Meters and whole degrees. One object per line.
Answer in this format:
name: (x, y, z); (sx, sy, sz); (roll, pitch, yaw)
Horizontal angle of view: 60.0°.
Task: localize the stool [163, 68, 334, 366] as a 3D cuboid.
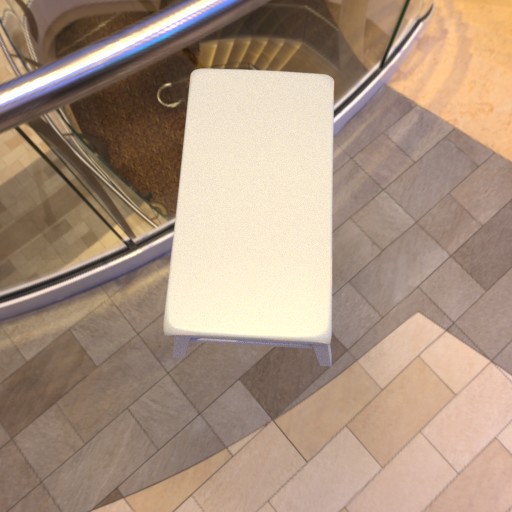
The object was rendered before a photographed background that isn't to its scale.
stool: (0.000, 0.000, 1.037); (0.476, 0.737, 0.457); (3, 75, 1)
